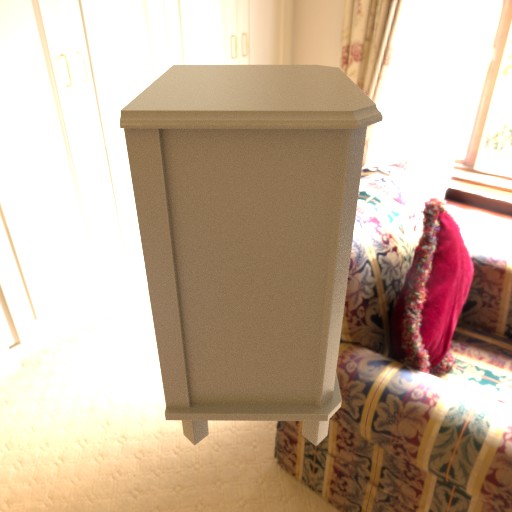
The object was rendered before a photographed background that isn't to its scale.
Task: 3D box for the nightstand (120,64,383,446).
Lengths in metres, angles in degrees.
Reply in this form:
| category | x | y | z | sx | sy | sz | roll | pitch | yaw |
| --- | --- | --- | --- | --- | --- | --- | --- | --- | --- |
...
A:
| category | x | y | z | sx | sy | sz | roll | pitch | yaw |
| --- | --- | --- | --- | --- | --- | --- | --- | --- | --- |
| nightstand | 0.000 | 0.000 | 0.919 | 0.348 | 0.680 | 0.435 | 0 | 31 | 0 |
